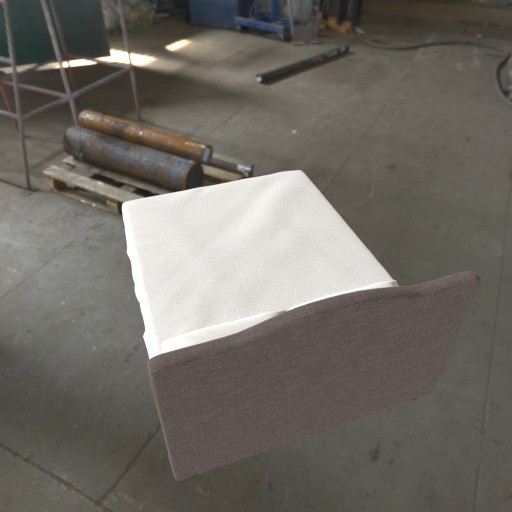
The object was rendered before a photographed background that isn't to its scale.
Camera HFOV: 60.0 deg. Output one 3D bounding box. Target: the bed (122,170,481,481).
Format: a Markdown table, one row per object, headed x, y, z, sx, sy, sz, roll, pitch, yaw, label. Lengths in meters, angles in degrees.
| x | y | z | sx | sy | sz | roll | pitch | yaw | label |
| --- | --- | --- | --- | --- | --- | --- | --- | --- | --- |
| 0.000 | 0.000 | 3.840 | 2.161 | 1.457 | 2.689 | -13 | 43 | -14 | bed |
